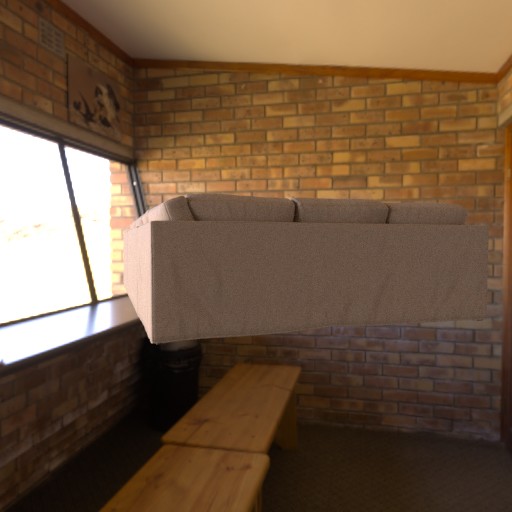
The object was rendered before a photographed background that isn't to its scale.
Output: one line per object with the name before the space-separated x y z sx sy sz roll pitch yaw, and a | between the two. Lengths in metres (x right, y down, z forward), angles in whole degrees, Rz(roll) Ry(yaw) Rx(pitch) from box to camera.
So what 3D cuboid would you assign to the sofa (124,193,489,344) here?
sofa | 0.000 0.000 4.468 2.427 0.882 3.460 -1 2 -19
